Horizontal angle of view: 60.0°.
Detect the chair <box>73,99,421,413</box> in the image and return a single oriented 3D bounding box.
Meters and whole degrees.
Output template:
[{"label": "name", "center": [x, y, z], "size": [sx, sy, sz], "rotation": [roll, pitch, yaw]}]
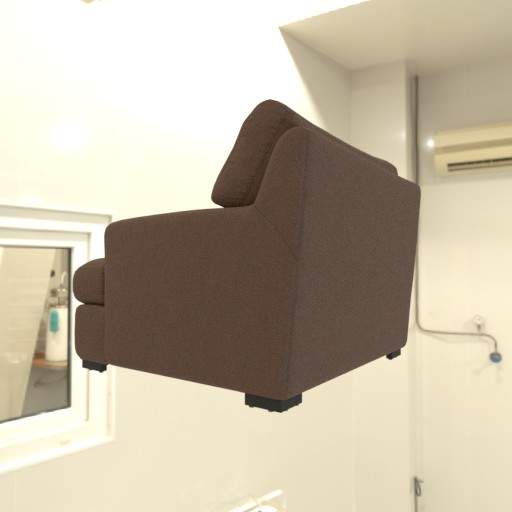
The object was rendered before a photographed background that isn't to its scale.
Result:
[{"label": "chair", "center": [0.000, 0.000, 1.965], "size": [1.143, 0.940, 1.168], "rotation": [-1, -2, 36]}]
